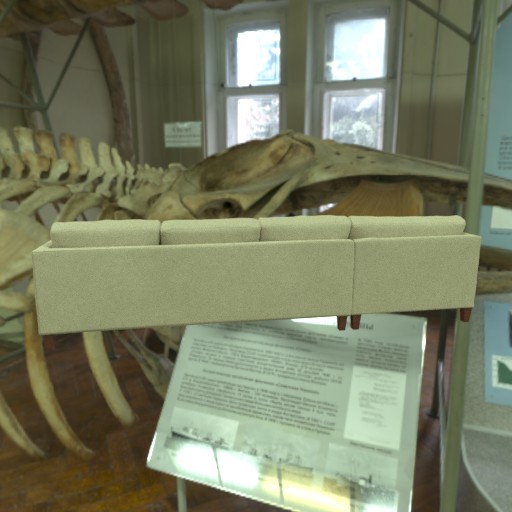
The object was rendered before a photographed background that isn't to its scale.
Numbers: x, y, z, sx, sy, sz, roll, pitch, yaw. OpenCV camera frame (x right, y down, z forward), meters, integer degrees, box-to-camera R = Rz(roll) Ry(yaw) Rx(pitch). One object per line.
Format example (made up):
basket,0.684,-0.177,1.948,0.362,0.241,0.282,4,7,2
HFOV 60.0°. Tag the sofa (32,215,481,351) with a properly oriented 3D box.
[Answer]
sofa,0.000,0.000,3.884,3.186,0.846,1.625,-2,12,-10
